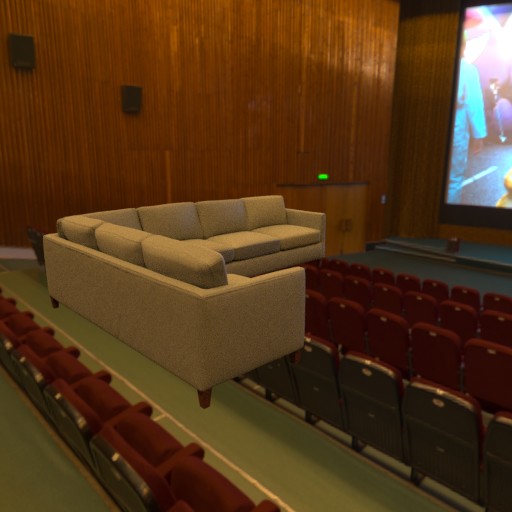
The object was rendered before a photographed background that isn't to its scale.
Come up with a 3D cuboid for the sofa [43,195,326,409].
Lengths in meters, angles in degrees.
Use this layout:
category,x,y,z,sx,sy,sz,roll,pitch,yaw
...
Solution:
category,x,y,z,sx,sy,sz,roll,pitch,yaw
sofa,0.000,0.000,4.519,3.301,0.947,2.592,-13,18,-42
